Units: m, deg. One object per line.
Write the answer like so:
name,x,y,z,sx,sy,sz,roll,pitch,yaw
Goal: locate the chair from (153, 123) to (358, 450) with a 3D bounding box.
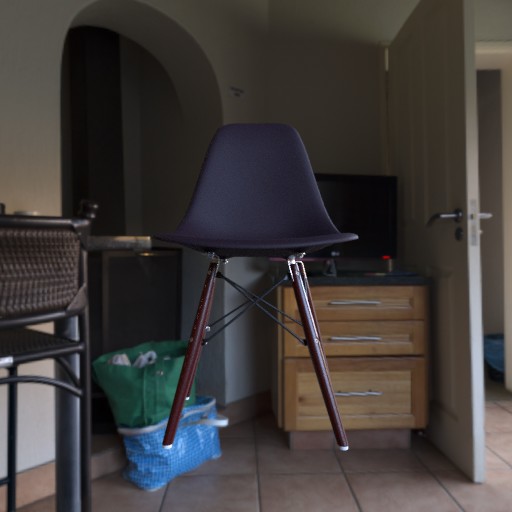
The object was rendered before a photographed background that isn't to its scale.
chair,0.000,0.000,1.128,0.470,0.826,0.533,0,0,0
